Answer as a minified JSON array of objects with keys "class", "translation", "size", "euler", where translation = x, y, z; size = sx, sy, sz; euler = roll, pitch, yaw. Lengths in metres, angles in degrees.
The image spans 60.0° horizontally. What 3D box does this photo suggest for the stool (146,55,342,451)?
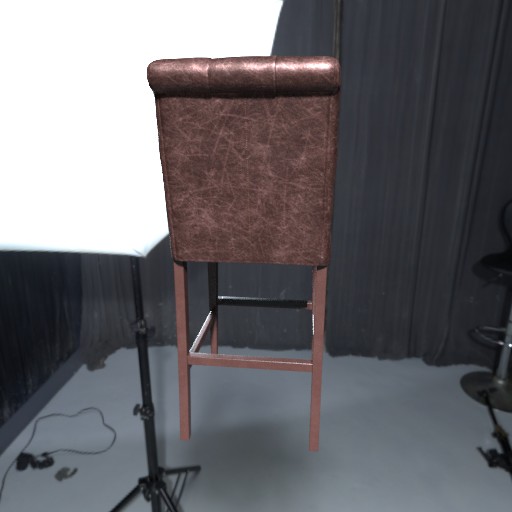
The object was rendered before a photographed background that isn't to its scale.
[{"class":"stool","translation":[0.000,0.000,1.494],"size":[0.483,1.168,0.659],"euler":[2,17,6]}]
